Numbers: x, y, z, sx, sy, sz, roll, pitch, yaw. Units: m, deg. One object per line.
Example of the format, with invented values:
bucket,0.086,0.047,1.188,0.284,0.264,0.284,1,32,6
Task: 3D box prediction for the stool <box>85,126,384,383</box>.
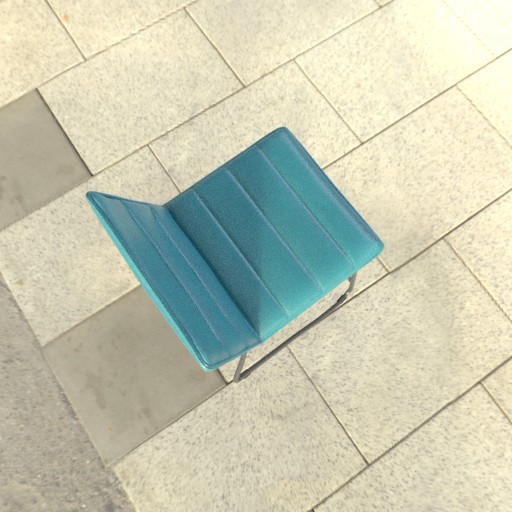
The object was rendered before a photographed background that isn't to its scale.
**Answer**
stool,0.000,0.000,1.197,0.524,0.866,0.489,-36,79,-8
